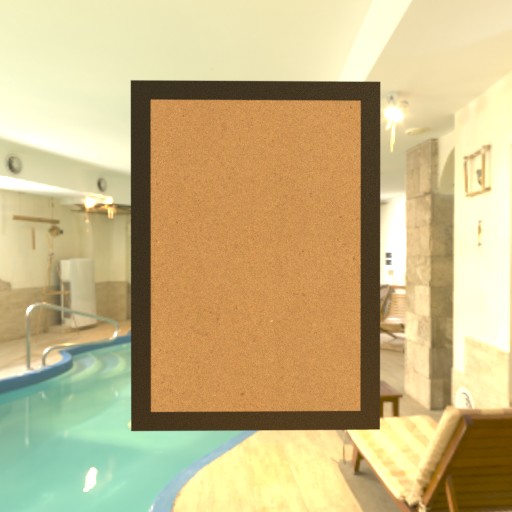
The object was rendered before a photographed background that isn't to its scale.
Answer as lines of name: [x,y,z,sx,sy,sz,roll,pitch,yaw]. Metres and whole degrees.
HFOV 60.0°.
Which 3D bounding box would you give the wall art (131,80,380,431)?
wall art: [0.000,0.000,0.682,0.381,0.534,0.013,0,0,-1]
